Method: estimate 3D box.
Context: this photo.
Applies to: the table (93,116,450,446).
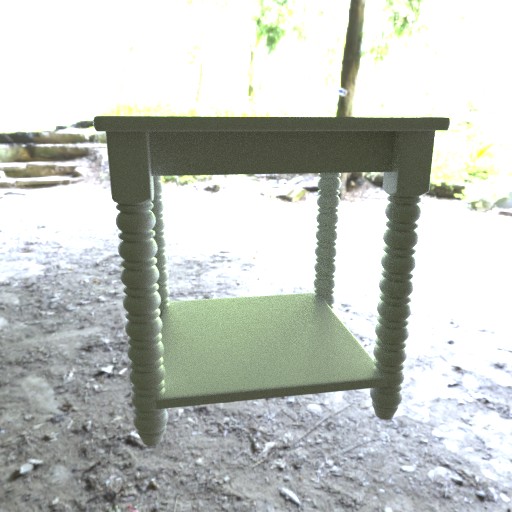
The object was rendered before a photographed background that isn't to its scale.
[{"bbox_3d":[0.000,0.000,0.954,0.533,0.563,0.500,-3,16,-9],"label":"table"}]
